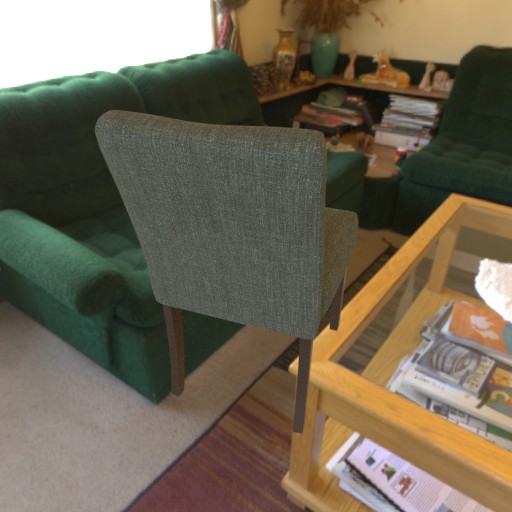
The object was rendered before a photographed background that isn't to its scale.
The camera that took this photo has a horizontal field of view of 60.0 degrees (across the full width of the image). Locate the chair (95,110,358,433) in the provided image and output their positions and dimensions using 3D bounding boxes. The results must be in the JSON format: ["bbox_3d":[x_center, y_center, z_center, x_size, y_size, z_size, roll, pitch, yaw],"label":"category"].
[{"bbox_3d":[0.000,0.000,1.236,0.487,0.884,0.629,11,34,17],"label":"chair"}]
